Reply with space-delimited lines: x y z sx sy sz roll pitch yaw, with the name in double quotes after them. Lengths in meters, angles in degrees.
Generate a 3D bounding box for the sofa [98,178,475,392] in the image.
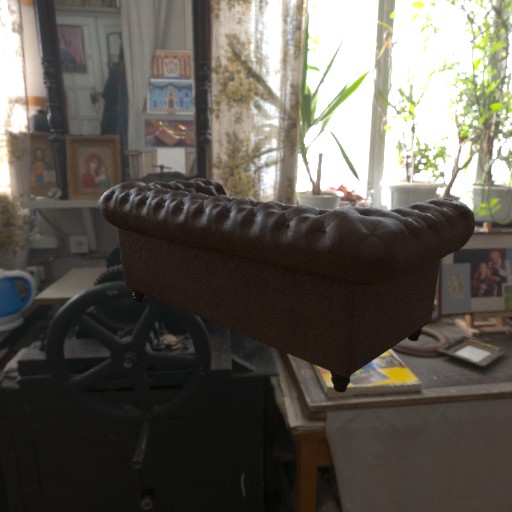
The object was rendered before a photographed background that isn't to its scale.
0.000 0.000 2.531 2.048 0.784 0.955 13 19 42 "sofa"
